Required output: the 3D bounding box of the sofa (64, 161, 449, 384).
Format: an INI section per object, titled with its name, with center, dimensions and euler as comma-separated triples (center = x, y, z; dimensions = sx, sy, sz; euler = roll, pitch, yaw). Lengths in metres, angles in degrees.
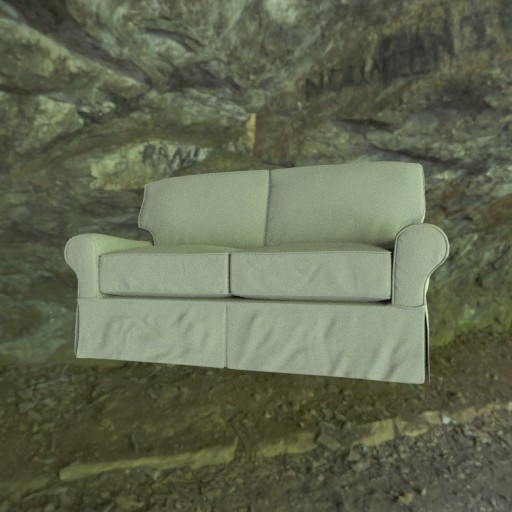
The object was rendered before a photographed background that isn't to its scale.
[sofa]
center = 0.000, 0.000, 2.342
dimensions = 1.823, 1.024, 0.841
euler = -1, -2, 19
